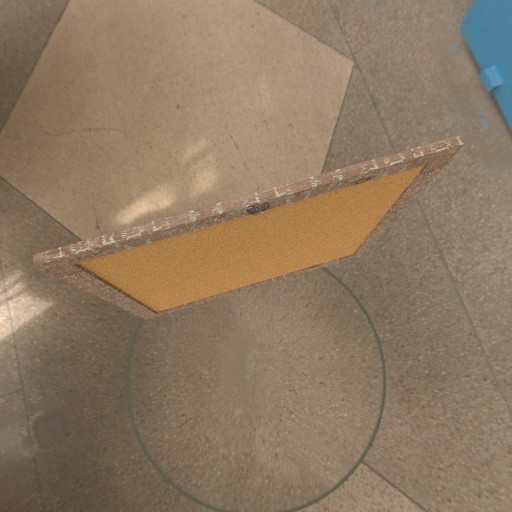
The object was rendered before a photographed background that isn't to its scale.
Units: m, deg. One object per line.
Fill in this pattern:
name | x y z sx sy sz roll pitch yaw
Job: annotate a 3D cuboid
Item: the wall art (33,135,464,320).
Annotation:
wall art | 0.000 0.000 0.566 0.384 0.384 0.012 -16 76 -4
